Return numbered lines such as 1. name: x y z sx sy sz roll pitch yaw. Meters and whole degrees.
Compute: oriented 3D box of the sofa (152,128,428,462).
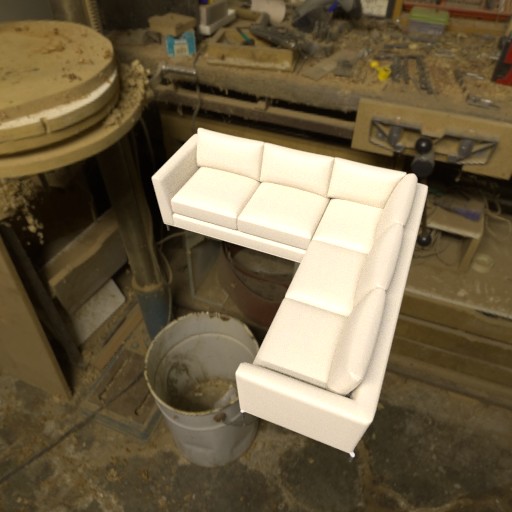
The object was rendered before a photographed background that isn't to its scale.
1. sofa: 0.000 0.000 3.786 2.430 0.867 2.448 16 48 16
